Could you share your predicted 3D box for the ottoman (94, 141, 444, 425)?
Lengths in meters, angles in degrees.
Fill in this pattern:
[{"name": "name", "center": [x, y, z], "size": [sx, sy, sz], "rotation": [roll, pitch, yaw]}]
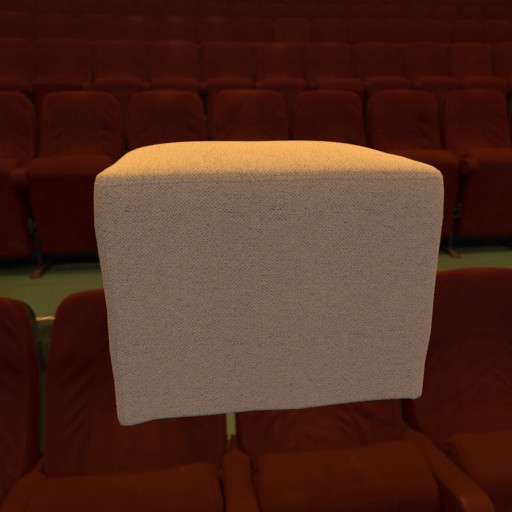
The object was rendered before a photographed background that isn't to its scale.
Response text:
[{"name": "ottoman", "center": [0.000, 0.000, 0.910], "size": [0.521, 0.453, 0.512], "rotation": [-2, 17, -7]}]
